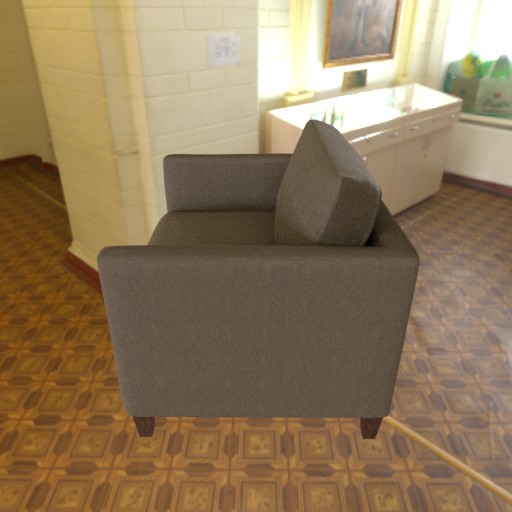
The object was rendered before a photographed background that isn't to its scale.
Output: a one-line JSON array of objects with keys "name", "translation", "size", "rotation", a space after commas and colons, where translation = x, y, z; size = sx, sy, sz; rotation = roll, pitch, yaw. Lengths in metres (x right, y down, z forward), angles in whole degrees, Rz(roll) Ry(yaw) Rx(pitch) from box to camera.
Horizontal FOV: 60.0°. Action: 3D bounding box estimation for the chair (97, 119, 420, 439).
[{"name": "chair", "translation": [0.000, 0.000, 1.833], "size": [0.959, 0.963, 1.107], "rotation": [0, 28, 0]}]
